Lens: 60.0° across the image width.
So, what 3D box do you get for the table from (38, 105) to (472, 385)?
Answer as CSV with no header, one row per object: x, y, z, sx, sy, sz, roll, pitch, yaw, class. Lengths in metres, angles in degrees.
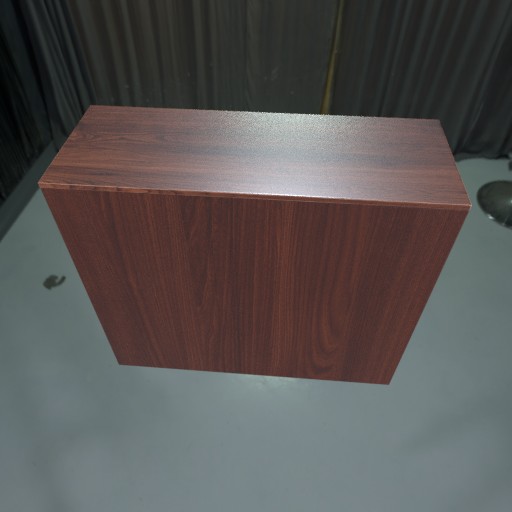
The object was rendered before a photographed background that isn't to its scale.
0.000,0.000,1.362,0.930,0.790,0.380,3,47,3,table
